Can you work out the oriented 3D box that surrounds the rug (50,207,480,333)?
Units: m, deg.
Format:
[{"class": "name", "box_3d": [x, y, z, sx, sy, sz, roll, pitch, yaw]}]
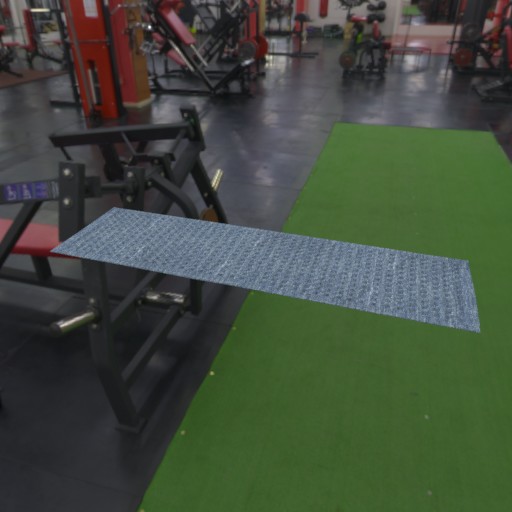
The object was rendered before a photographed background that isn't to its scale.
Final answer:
[{"class": "rug", "box_3d": [0.000, 0.000, 2.680, 2.443, 0.008, 0.688, 10, 32, 16]}]
